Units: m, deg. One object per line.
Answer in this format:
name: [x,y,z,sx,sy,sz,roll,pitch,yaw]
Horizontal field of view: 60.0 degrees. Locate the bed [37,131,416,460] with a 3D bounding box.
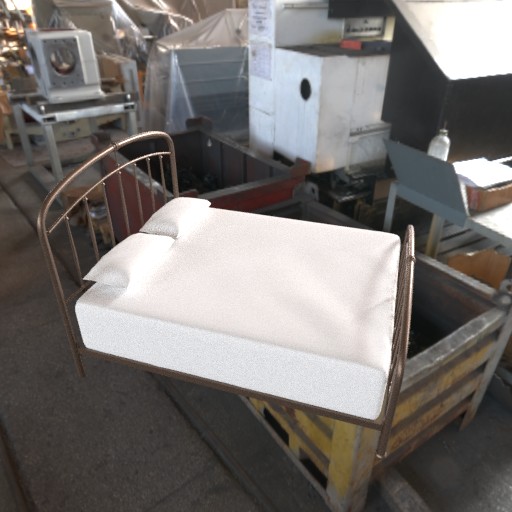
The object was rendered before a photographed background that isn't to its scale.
bed: [0.000,0.000,3.222,2.168,1.475,1.711,10,33,15]
